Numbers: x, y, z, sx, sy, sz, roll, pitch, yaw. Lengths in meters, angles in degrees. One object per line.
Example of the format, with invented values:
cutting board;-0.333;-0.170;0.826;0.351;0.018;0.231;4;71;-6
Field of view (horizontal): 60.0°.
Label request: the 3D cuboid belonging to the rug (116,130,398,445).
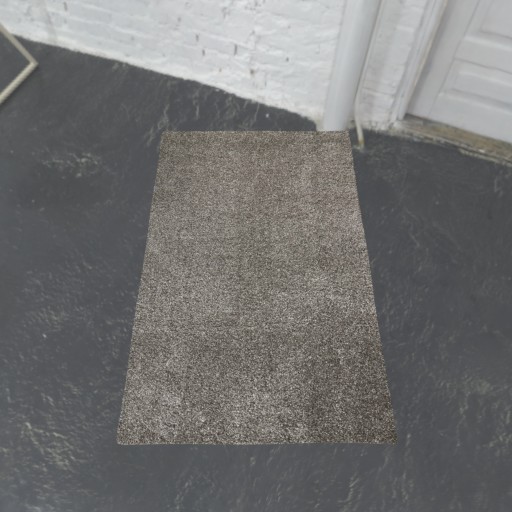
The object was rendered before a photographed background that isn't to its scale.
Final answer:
rug;0.000;0.000;2.972;1.501;0.025;2.352;0;59;0
